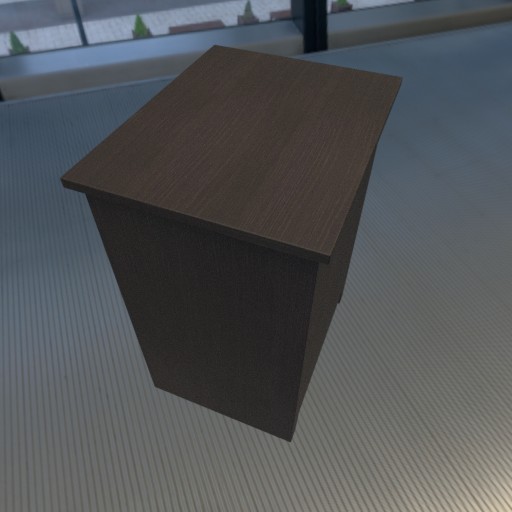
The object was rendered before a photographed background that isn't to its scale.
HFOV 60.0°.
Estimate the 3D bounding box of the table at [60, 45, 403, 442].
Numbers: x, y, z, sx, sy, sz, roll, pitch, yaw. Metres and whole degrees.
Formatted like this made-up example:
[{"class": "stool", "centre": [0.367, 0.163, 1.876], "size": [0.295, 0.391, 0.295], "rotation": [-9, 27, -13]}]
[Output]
[{"class": "table", "centre": [0.000, 0.000, 0.937], "size": [0.381, 0.635, 0.480], "rotation": [17, 49, 15]}]
